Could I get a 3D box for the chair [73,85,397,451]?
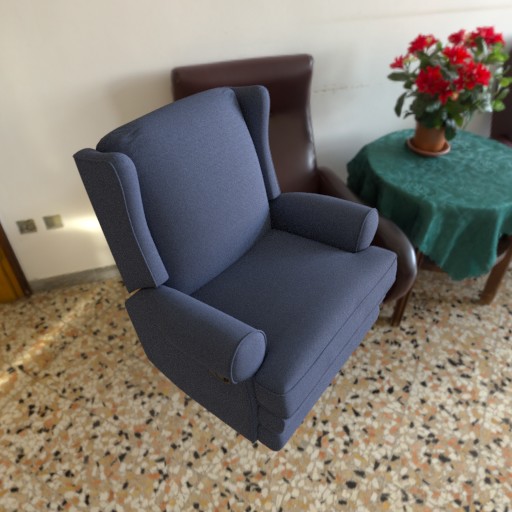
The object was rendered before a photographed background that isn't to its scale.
[{"bbox_3d":[0.000,0.000,1.696,0.877,1.020,0.971,26,47,27],"label":"chair"}]
